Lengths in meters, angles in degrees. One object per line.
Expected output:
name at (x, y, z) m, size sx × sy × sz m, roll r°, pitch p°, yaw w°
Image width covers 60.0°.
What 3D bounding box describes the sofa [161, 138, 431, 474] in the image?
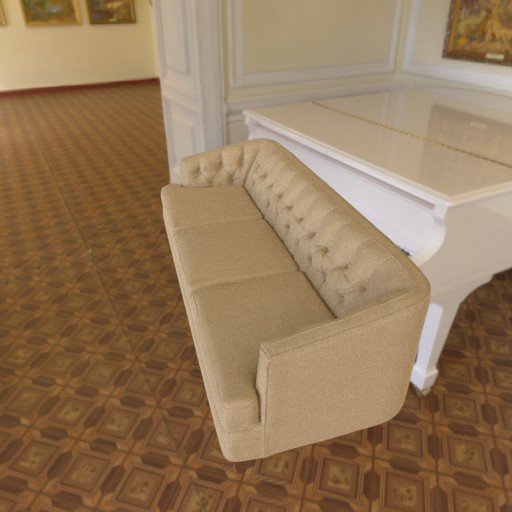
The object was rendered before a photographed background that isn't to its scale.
sofa at (0.000, 0.000, 2.631) m, size 0.913 × 0.788 × 2.235 m, roll -8°, pitch 32°, yaw -14°
